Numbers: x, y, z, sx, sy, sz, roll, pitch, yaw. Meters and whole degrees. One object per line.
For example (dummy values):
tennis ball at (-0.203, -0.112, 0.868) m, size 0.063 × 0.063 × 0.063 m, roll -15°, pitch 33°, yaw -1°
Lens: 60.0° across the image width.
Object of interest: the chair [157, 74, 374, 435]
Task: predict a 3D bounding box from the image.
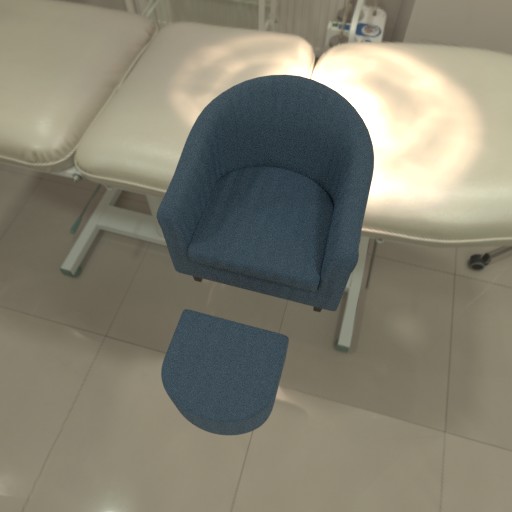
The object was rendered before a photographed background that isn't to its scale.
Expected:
chair at (0.000, 0.000, 1.770) m, size 0.756 × 0.757 × 1.288 m, roll 14°, pitch 60°, yaw 8°
